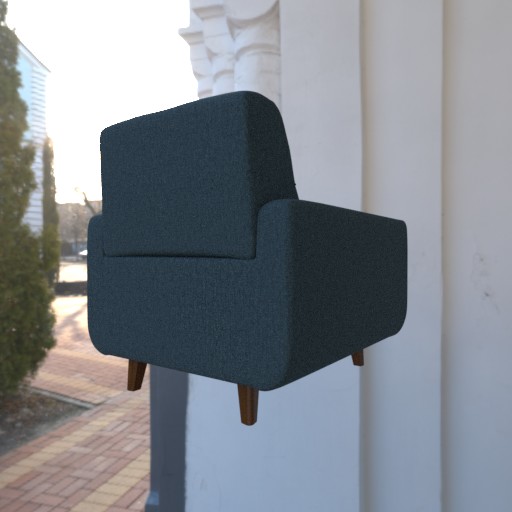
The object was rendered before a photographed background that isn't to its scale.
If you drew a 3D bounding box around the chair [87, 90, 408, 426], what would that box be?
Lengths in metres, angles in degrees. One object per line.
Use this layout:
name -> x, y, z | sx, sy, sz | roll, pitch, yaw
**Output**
chair -> 0.000, 0.000, 1.718 | 0.880, 0.940, 0.964 | 1, 1, 36
